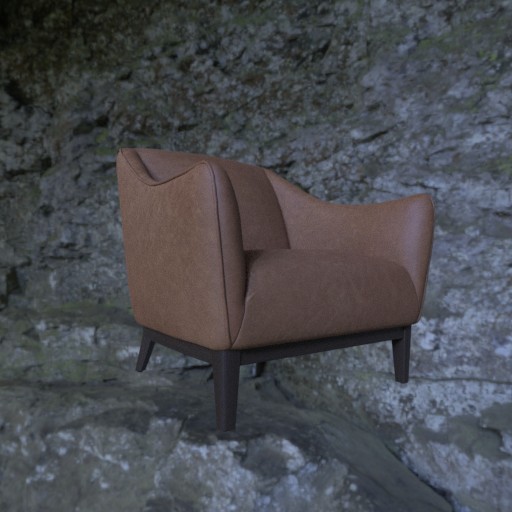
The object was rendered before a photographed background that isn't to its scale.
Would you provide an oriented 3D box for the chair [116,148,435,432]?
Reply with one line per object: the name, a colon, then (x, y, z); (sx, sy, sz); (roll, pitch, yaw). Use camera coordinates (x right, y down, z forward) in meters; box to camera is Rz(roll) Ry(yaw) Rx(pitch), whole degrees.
chair: (0.000, 0.000, 1.525); (0.871, 0.830, 0.852); (0, -1, -36)
